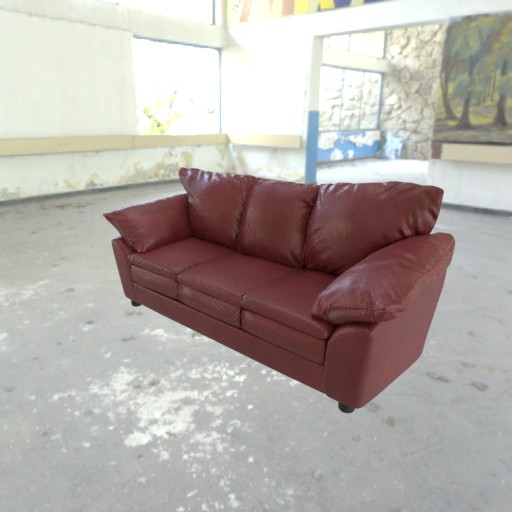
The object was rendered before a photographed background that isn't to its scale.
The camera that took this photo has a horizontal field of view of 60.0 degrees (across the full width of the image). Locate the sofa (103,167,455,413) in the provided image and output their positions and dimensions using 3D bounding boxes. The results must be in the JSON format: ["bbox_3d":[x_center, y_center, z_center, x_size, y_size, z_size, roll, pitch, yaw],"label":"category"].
[{"bbox_3d":[0.000,0.000,2.945,2.390,1.091,0.907,16,23,41],"label":"sofa"}]
